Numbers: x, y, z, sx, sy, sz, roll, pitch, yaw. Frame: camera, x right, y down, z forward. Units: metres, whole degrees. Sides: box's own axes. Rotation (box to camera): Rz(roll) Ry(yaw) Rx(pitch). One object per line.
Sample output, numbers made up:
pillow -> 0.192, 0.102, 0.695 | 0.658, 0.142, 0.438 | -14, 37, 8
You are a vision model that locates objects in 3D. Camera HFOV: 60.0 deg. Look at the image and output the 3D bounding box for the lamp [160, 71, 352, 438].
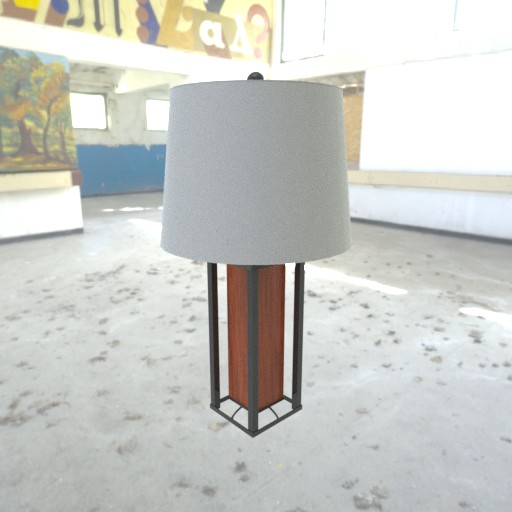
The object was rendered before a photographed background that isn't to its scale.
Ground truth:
lamp -> 0.000, 0.000, 0.761 | 0.320, 0.591, 0.320 | 0, 14, 0
